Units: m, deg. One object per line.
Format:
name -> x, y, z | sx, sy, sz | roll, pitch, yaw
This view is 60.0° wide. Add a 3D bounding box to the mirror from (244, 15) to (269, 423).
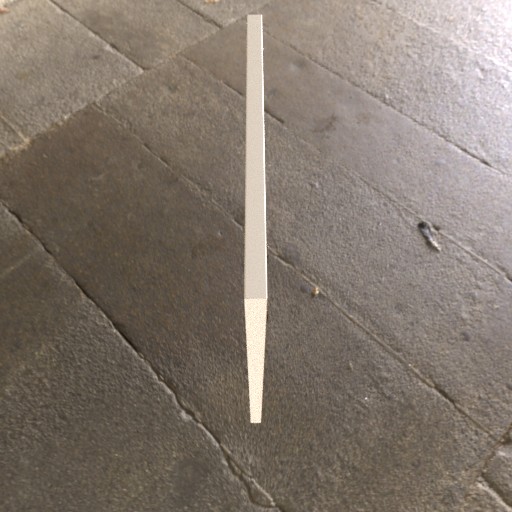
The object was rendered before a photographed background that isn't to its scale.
mirror -> 0.000, 0.000, 1.320 | 0.040, 1.016, 0.762 | 0, 59, 0
